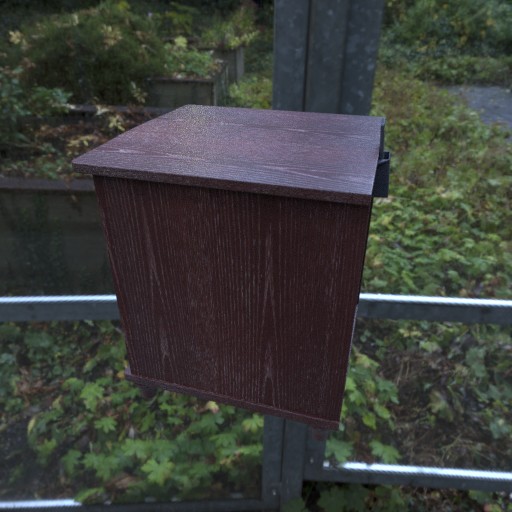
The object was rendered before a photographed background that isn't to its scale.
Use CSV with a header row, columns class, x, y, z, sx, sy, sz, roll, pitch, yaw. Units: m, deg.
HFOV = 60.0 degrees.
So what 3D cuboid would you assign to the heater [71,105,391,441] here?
class,x,y,z,sx,sy,sz,roll,pitch,yaw
heater,0.000,0.000,0.762,0.400,0.481,0.362,8,31,14
